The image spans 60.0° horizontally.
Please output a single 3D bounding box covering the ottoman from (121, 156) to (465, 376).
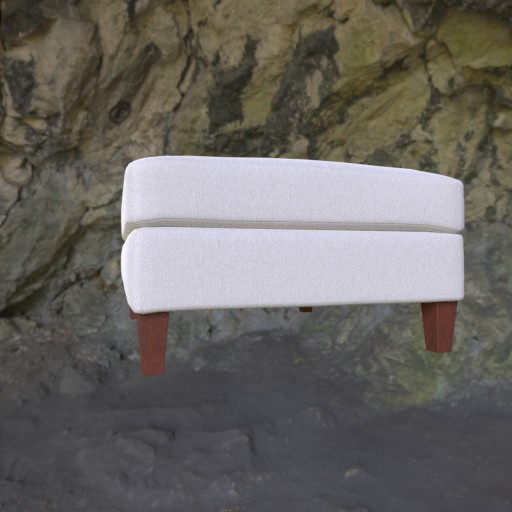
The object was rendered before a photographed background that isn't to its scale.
[{"bbox_3d":[0.000,0.000,1.446,0.836,0.492,0.976,0,0,-17],"label":"ottoman"}]
